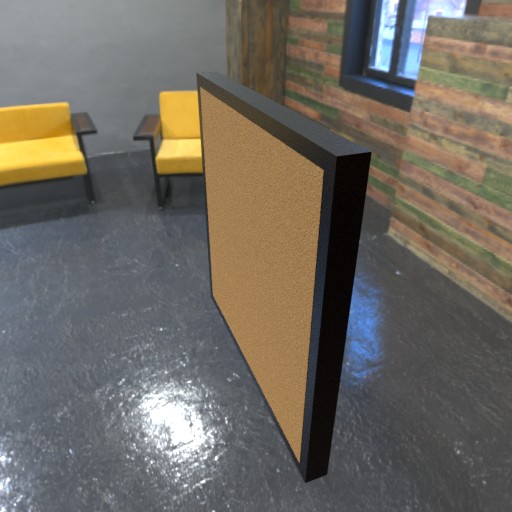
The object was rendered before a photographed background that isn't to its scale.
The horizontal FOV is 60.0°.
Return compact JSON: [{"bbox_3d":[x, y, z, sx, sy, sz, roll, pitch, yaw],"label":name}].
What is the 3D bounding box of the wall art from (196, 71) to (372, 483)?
[{"bbox_3d":[0.000,0.000,0.744,0.038,0.506,0.506,-11,33,-18],"label":"wall art"}]
